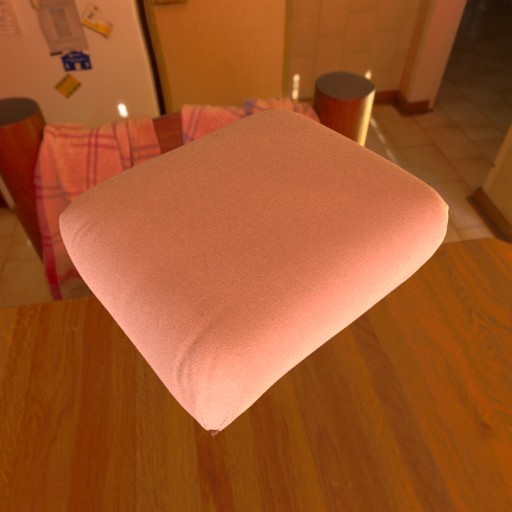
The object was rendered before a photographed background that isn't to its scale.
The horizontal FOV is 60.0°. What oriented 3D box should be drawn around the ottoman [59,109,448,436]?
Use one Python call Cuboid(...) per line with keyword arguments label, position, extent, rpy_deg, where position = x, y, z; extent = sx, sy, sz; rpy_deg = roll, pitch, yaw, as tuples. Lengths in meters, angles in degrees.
Cuboid(label="ottoman", position=(0.000, 0.000, 1.117), extent=(0.746, 0.450, 0.622), rpy_deg=(-32, 55, -26))
